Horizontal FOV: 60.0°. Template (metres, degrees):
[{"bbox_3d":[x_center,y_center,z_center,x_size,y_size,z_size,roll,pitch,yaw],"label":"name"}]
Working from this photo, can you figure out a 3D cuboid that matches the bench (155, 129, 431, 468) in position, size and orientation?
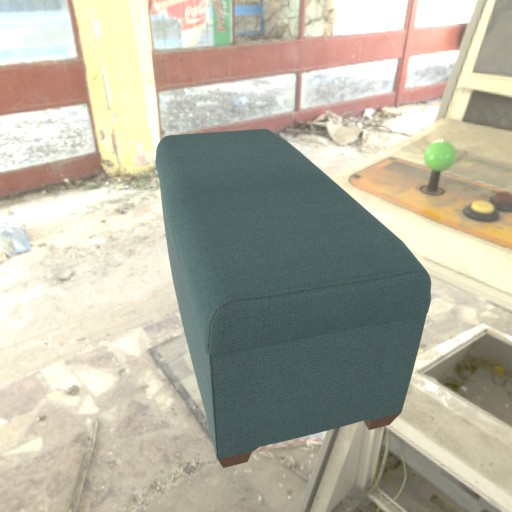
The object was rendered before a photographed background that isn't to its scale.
[{"bbox_3d":[0.000,0.000,1.277,0.476,0.474,0.995,-8,33,-14],"label":"bench"}]
